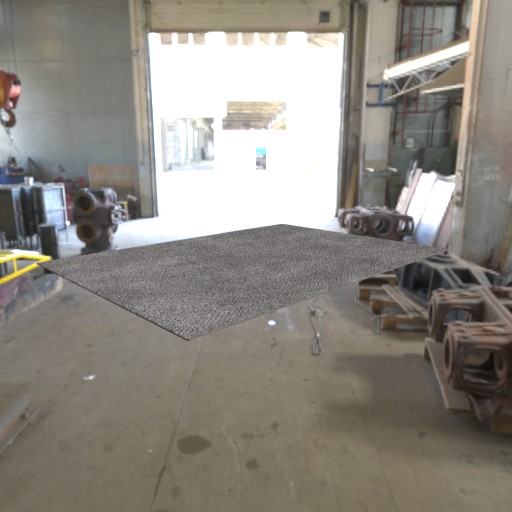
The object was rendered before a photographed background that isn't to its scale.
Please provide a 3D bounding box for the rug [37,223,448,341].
[{"bbox_3d":[0.000,0.000,2.933,2.235,0.008,1.600,-12,18,-43],"label":"rug"}]
